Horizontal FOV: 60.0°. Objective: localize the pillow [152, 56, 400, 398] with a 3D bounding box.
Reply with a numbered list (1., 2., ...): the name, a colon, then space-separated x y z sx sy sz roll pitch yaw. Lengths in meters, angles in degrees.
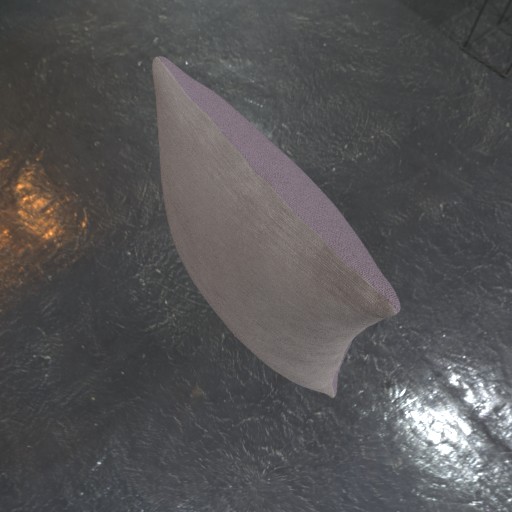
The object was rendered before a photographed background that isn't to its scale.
1. pillow: 0.000 0.000 0.692 0.204 0.439 0.452 -34 67 -16
